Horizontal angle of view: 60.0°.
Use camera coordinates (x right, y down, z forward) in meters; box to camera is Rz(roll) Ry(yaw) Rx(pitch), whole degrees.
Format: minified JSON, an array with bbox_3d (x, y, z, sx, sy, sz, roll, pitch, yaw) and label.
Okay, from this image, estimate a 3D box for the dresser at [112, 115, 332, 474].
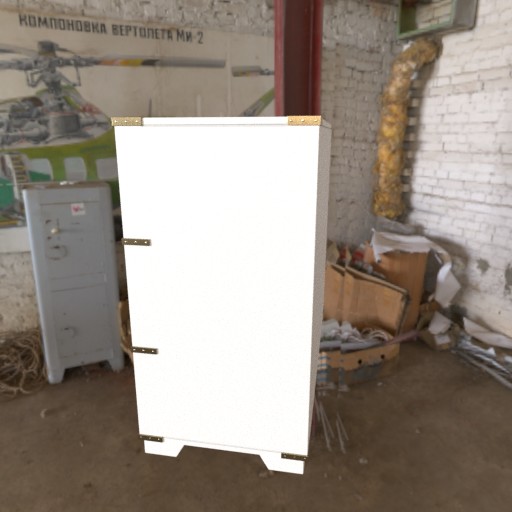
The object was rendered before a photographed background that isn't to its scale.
[{"bbox_3d":[0.000,0.000,1.540,0.460,0.891,1.022,3,16,10],"label":"dresser"}]
